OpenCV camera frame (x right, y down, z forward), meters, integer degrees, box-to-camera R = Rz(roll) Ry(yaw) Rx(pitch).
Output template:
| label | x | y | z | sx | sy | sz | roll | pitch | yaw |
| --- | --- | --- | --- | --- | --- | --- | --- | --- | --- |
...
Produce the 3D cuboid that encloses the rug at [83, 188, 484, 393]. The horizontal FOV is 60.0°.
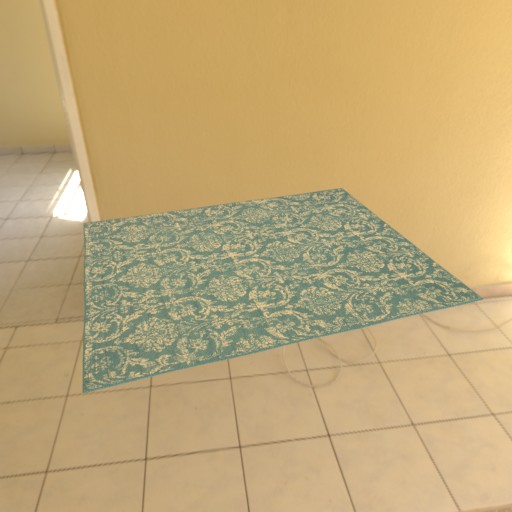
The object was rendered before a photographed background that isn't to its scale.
| label | x | y | z | sx | sy | sz | roll | pitch | yaw |
| --- | --- | --- | --- | --- | --- | --- | --- | --- | --- |
| rug | 0.000 | 0.000 | 4.026 | 2.980 | 0.012 | 2.363 | -10 | 33 | -16 |
